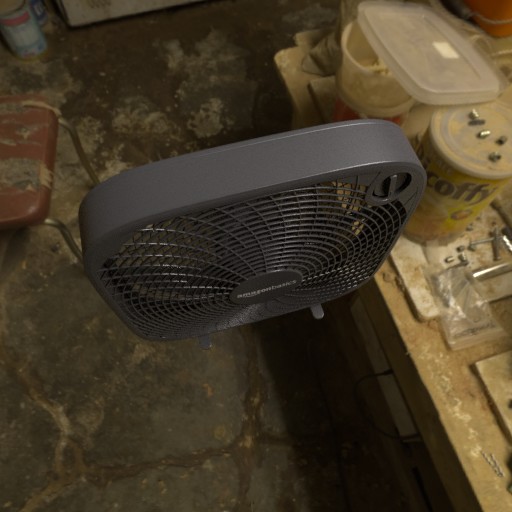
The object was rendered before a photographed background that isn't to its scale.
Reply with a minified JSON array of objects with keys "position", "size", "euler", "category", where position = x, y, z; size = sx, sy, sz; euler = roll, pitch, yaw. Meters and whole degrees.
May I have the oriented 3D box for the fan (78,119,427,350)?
[{"position":[0.000,0.000,0.807],"size":[0.526,0.533,0.142],"euler":[-14,64,-7],"category":"fan"}]
